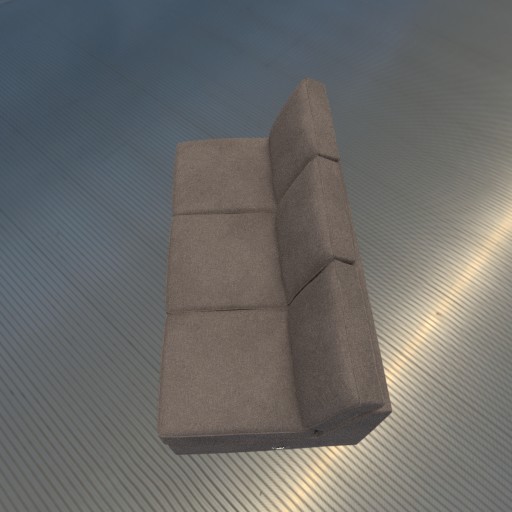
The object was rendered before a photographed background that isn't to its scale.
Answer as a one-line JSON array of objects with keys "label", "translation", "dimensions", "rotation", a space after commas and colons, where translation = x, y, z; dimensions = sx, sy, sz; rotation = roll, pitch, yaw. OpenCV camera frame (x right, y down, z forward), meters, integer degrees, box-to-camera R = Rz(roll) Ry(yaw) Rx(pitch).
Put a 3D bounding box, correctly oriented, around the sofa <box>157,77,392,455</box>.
[{"label": "sofa", "translation": [0.000, 0.000, 2.546], "dimensions": [1.027, 0.973, 1.962], "rotation": [-2, 57, -1]}]
